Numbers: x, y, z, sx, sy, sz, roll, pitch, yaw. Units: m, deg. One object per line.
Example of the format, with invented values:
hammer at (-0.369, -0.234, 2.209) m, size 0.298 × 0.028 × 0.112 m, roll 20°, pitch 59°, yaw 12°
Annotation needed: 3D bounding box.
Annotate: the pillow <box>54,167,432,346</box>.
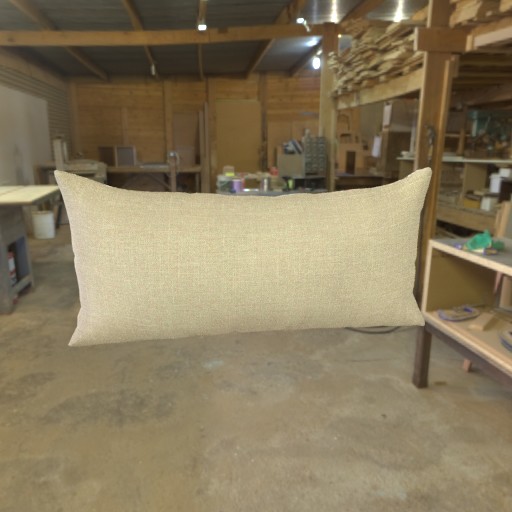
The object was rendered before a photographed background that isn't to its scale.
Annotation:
pillow at (0.000, 0.000, 0.746) m, size 0.631 × 0.290 × 0.148 m, roll -2°, pitch 14°, yaw -8°
